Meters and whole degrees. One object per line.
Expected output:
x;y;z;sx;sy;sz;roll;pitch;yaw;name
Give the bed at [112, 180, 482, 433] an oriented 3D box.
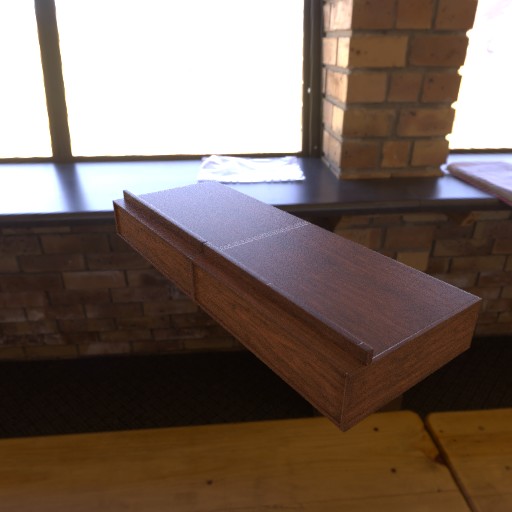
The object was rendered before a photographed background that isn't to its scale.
0.000;0.000;2.373;0.787;0.326;2.057;-18;31;-32;bed
